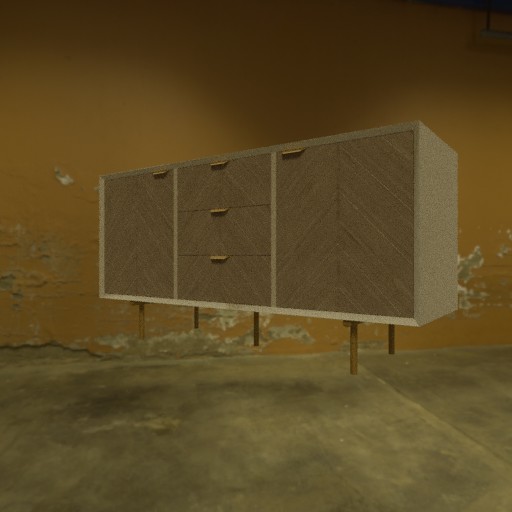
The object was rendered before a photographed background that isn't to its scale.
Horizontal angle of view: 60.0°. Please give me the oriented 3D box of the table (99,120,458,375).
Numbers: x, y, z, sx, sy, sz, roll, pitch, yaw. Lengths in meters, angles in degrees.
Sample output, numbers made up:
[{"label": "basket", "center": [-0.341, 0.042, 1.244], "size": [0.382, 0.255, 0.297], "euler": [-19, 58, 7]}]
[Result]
[{"label": "table", "center": [0.000, 0.000, 1.897], "size": [1.500, 0.769, 0.508], "euler": [0, 0, 36]}]
